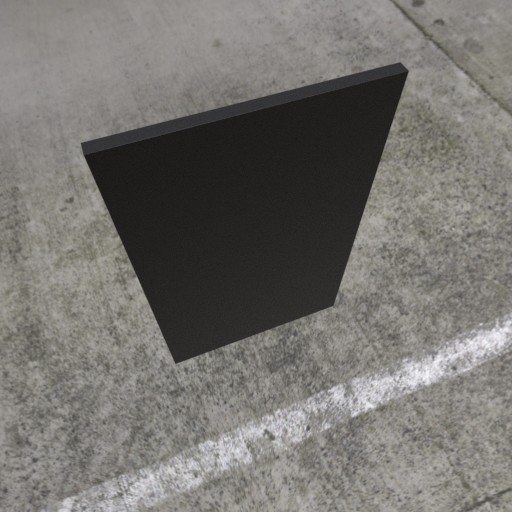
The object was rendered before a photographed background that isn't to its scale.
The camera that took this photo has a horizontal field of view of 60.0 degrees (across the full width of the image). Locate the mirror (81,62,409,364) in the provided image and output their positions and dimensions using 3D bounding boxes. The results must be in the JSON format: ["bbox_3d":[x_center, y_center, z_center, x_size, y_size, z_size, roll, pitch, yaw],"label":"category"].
[{"bbox_3d":[0.000,0.000,1.489,0.762,1.219,0.038,-18,59,-12],"label":"mirror"}]
